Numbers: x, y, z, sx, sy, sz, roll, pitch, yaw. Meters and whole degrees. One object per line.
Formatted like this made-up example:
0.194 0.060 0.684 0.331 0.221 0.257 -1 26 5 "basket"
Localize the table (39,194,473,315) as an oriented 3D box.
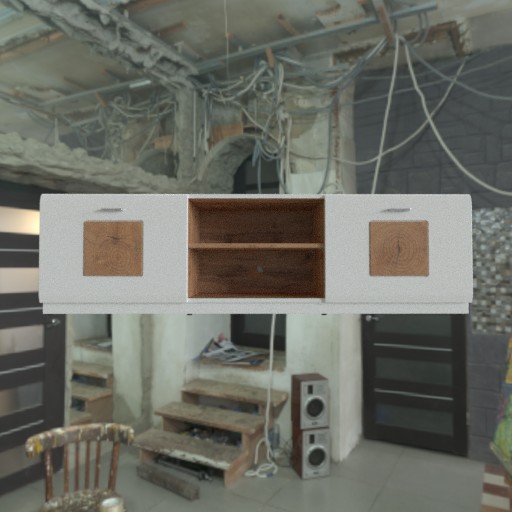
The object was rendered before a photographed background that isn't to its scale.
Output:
0.000 0.000 1.763 1.550 0.440 0.400 0 -2 0 "table"
